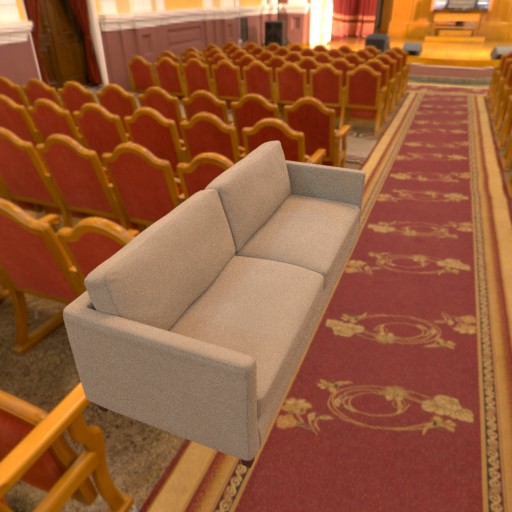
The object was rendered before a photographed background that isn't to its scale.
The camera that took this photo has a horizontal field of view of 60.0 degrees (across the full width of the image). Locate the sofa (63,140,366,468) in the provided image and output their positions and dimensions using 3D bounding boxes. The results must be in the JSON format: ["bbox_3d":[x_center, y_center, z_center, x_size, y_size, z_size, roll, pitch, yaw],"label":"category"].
[{"bbox_3d":[0.000,0.000,2.920,0.988,0.912,2.404,12,33,19],"label":"sofa"}]
